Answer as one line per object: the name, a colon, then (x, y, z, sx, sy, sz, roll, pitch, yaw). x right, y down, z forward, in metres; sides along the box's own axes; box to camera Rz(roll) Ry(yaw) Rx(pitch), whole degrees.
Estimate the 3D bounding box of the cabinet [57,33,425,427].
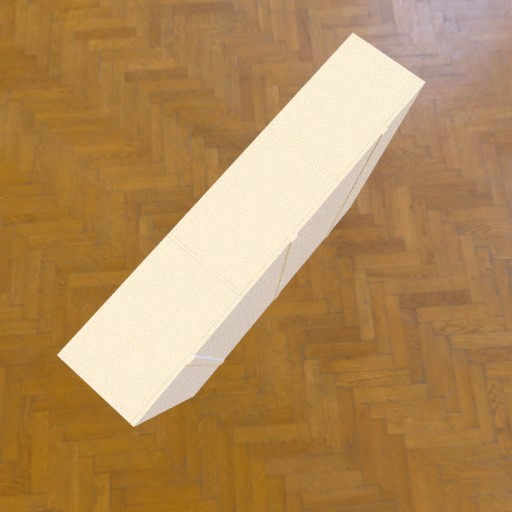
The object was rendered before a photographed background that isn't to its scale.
cabinet: (0.000, 0.000, 3.781, 0.590, 2.370, 2.700, 39, 79, 9)
